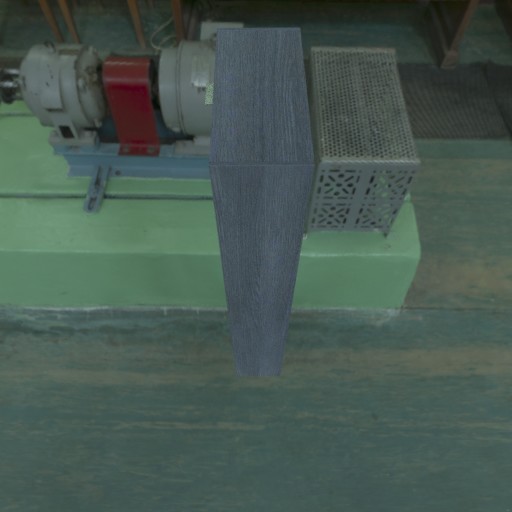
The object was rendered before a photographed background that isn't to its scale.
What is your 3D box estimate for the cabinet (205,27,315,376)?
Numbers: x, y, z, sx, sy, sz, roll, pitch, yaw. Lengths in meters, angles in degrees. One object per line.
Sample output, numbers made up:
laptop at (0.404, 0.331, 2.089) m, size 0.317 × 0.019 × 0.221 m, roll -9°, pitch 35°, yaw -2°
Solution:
cabinet at (0.000, 0.000, 1.814) m, size 0.255 × 1.630 × 0.520 m, roll 0°, pitch 59°, yaw 0°
